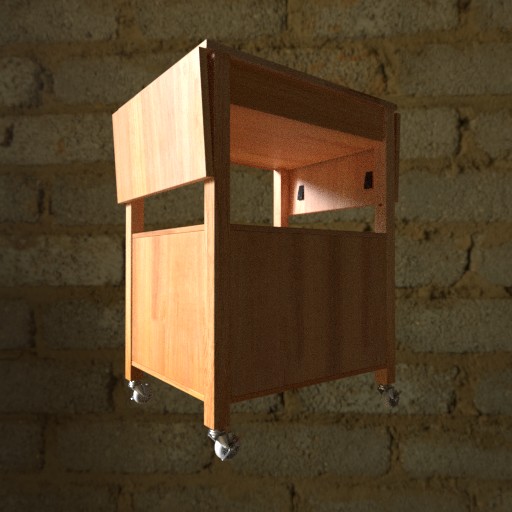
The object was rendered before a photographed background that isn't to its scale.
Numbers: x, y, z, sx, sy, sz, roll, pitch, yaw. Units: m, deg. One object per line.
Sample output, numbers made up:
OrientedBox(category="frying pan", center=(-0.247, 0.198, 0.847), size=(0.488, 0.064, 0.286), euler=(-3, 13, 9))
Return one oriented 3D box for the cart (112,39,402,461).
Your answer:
OrientedBox(category="cart", center=(0.000, 0.000, 1.237), size=(0.640, 0.838, 0.508), euler=(1, -1, -37))
